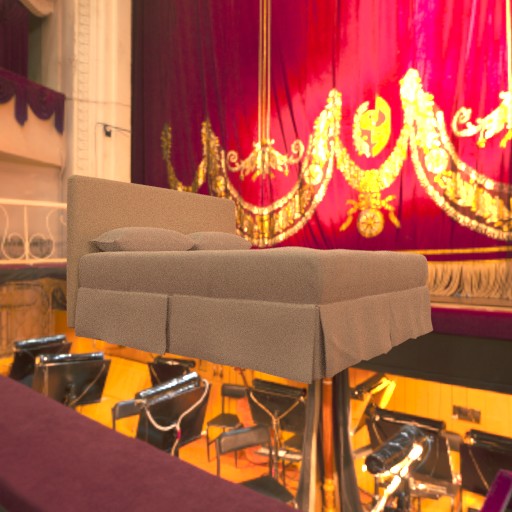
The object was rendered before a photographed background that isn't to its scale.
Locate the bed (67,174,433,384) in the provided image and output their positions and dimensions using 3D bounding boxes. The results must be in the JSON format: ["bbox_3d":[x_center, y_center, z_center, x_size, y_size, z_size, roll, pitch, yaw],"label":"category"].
[{"bbox_3d":[0.000,0.000,3.673,2.341,1.317,2.119,0,0,37],"label":"bed"}]
